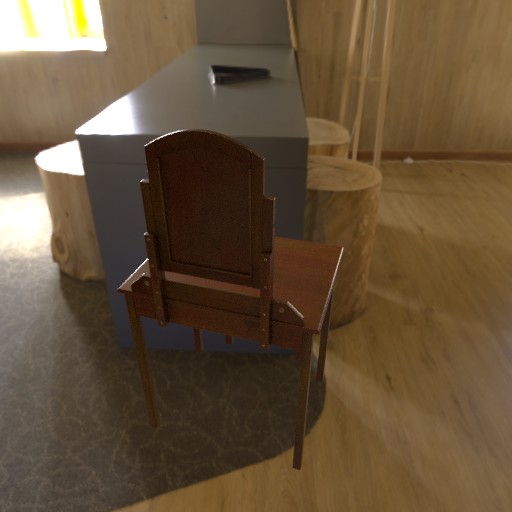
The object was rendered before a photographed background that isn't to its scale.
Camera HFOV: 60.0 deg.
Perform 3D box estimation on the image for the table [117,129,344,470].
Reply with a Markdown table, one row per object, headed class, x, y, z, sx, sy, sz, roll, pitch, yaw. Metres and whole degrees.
| class | x | y | z | sx | sy | sz | roll | pitch | yaw |
| --- | --- | --- | --- | --- | --- | --- | --- | --- | --- |
| table | 0.000 | 0.000 | 2.302 | 0.876 | 1.631 | 1.211 | 10 | 34 | 15 |
